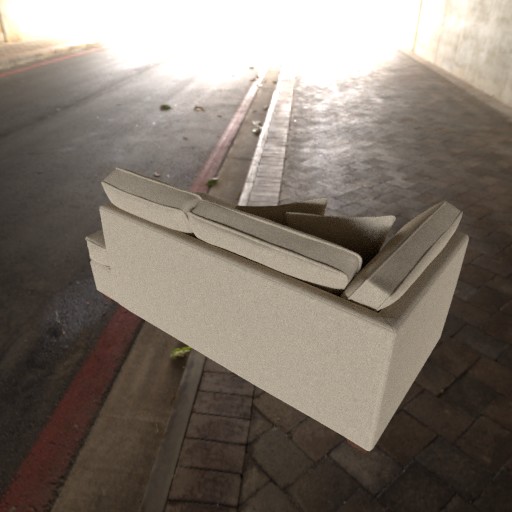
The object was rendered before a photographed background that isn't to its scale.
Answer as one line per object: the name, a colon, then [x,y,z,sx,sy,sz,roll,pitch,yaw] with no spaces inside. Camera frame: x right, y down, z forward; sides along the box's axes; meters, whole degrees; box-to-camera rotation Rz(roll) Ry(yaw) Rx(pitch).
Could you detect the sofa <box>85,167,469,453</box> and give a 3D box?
sofa: [0.000,0.000,2.863,2.237,1.033,1.110,22,37,32]
